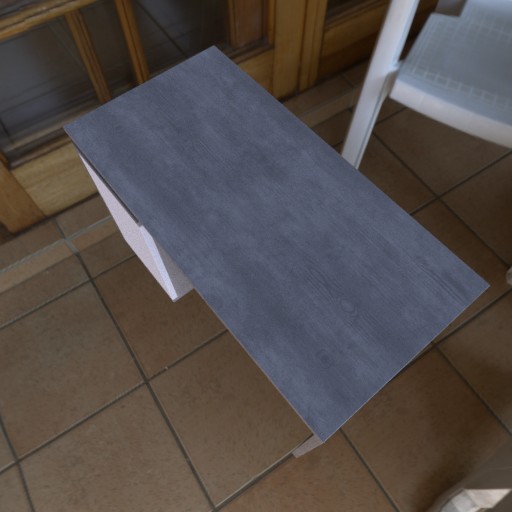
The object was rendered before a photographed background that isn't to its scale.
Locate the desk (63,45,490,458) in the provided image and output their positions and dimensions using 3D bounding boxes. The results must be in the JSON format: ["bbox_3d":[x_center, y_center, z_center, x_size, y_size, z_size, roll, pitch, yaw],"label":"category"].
[{"bbox_3d":[0.000,0.000,1.612,0.600,0.740,1.200,-36,69,-17],"label":"desk"}]
